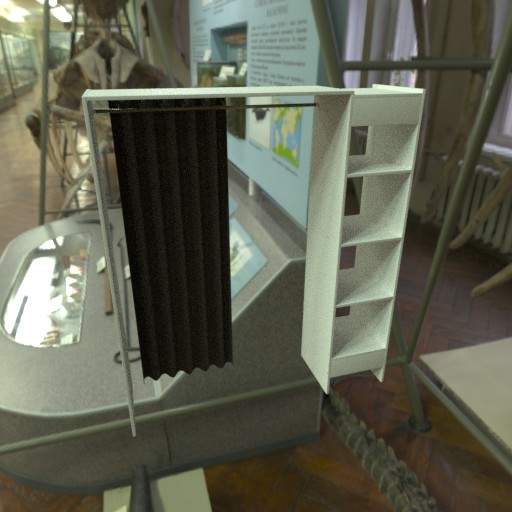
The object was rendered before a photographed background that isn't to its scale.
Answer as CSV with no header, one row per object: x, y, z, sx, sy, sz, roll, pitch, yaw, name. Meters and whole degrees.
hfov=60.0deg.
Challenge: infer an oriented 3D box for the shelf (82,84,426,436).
0.000,0.000,2.559,1.600,1.810,0.500,-7,25,-15,shelf
